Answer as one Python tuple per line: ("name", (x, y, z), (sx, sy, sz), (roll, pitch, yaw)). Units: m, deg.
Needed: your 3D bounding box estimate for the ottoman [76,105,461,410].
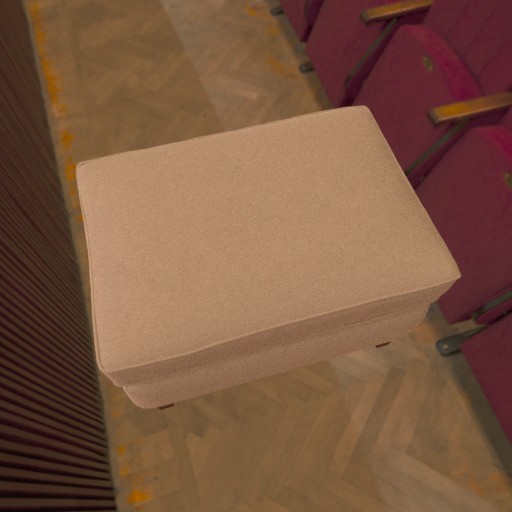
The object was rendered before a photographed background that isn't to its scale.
("ottoman", (0.000, 0.000, 0.995), (0.665, 0.456, 0.501), (-14, 62, -8))
